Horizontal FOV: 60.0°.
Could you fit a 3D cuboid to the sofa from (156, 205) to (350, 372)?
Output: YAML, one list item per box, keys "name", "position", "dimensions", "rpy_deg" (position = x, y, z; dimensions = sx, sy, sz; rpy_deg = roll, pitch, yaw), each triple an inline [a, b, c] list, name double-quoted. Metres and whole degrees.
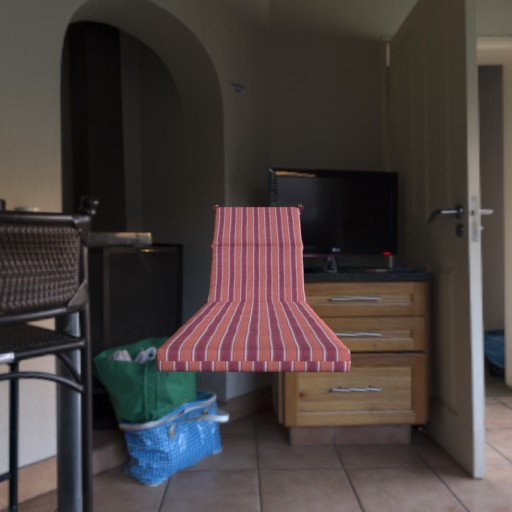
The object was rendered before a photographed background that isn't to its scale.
- name: "sofa"
  position: [0.000, 0.000, 1.986]
  dimensions: [0.582, 0.622, 1.663]
  rpy_deg: [0, 0, 0]
